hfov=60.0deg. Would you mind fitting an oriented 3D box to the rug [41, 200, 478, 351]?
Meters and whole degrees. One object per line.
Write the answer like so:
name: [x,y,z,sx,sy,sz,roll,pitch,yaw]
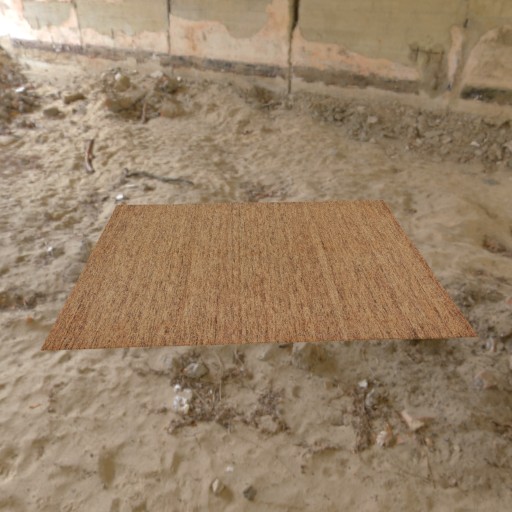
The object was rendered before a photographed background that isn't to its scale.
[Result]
rug: [0.000,0.000,4.272,3.200,0.012,2.438,-1,32,-2]
